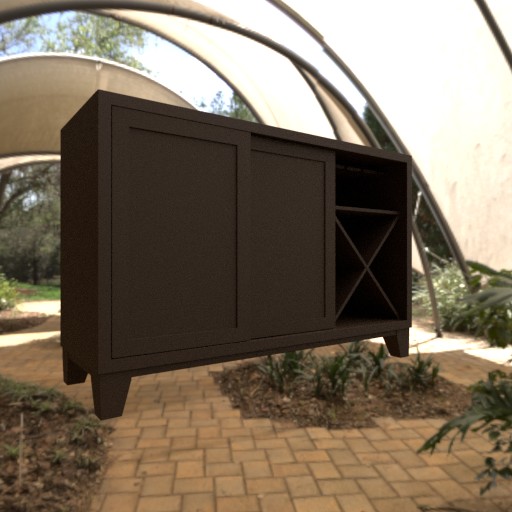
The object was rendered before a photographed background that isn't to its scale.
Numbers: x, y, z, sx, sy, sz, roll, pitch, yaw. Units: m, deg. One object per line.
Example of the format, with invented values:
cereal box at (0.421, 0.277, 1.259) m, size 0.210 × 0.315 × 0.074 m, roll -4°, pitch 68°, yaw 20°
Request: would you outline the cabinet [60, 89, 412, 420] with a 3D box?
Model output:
cabinet at (0.000, 0.000, 1.812) m, size 1.396 × 0.914 × 0.482 m, roll 0°, pitch 0°, yaw -35°
